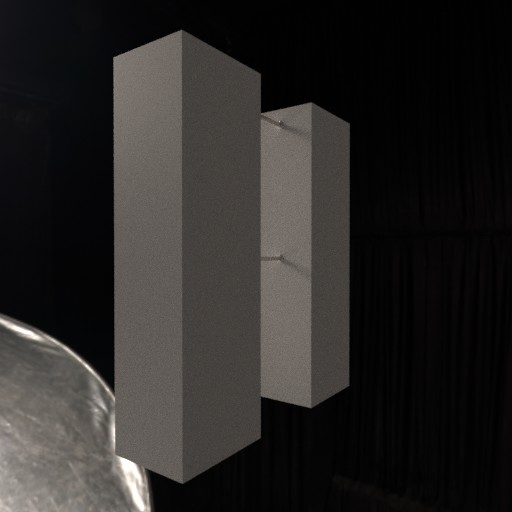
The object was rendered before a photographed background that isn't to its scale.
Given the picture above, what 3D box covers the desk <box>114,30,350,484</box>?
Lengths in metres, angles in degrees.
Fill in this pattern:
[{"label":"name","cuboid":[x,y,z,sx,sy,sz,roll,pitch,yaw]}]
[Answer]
[{"label":"desk","cuboid":[0.000,0.000,2.809,0.480,2.000,1.770,0,1,36]}]
